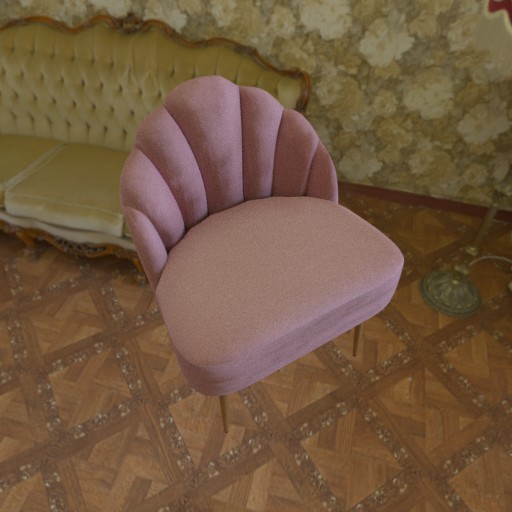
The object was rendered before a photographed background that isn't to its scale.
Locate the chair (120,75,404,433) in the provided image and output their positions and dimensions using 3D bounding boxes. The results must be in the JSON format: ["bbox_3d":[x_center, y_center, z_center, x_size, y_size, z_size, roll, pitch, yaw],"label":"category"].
[{"bbox_3d":[0.000,0.000,1.265,0.657,0.819,0.599,-24,50,-22],"label":"chair"}]
